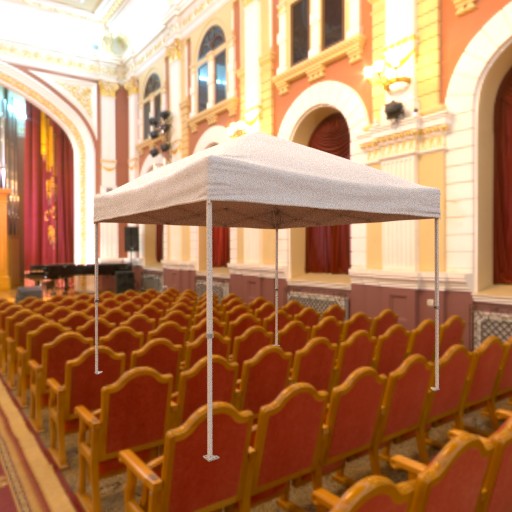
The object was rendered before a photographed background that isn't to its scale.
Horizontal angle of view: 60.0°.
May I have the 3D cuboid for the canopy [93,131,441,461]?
[{"bbox_3d":[0.000,0.000,5.318,2.998,2.997,2.996,0,1,-35],"label":"canopy"}]
